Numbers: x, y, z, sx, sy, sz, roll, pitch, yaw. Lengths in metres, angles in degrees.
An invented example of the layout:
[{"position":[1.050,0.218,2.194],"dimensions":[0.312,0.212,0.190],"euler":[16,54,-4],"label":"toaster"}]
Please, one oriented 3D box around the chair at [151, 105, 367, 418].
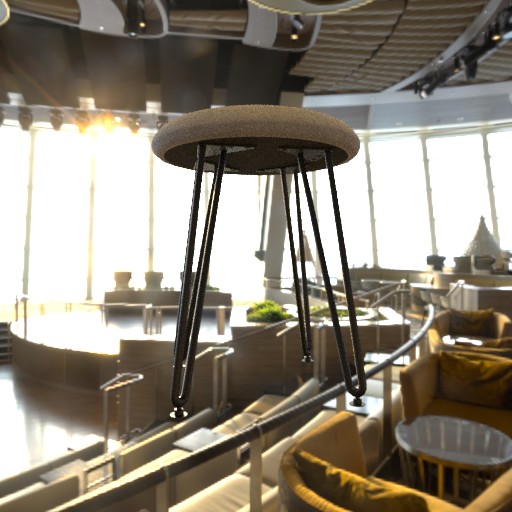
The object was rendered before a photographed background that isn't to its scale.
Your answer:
[{"position":[0.000,0.000,0.672],"dimensions":[0.350,0.386,0.350],"euler":[1,1,35],"label":"chair"}]
